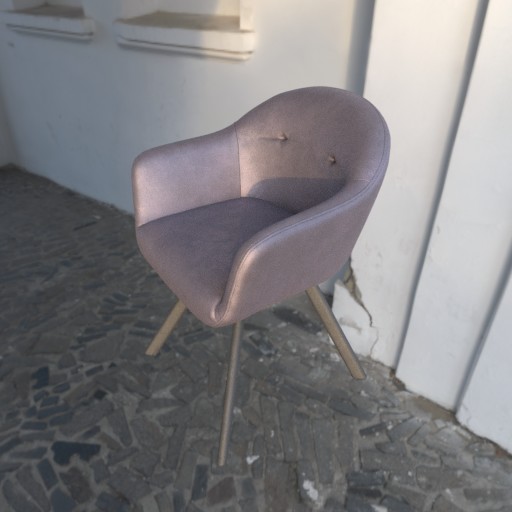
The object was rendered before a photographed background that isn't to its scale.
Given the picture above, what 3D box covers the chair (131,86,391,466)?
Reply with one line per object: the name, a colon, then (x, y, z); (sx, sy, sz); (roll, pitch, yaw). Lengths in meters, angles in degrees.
chair: (0.000, 0.000, 1.171); (0.544, 0.781, 0.567); (-20, 37, -28)
